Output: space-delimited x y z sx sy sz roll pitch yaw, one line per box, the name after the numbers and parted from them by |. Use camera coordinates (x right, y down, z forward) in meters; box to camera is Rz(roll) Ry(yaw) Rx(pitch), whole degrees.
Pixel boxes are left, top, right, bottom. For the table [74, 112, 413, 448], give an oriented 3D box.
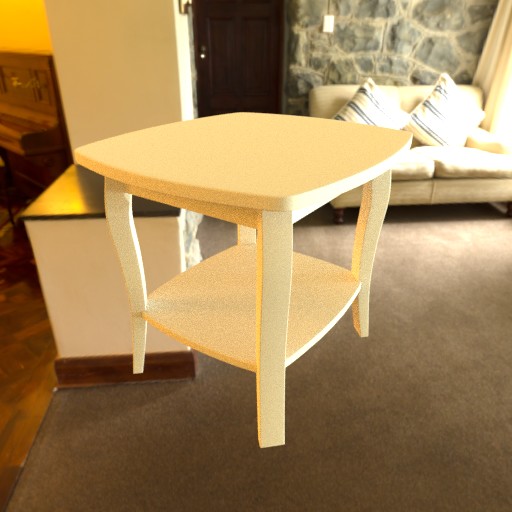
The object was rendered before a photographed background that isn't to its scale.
0.000 0.000 0.843 0.451 0.438 0.502 18 32 31 | table
